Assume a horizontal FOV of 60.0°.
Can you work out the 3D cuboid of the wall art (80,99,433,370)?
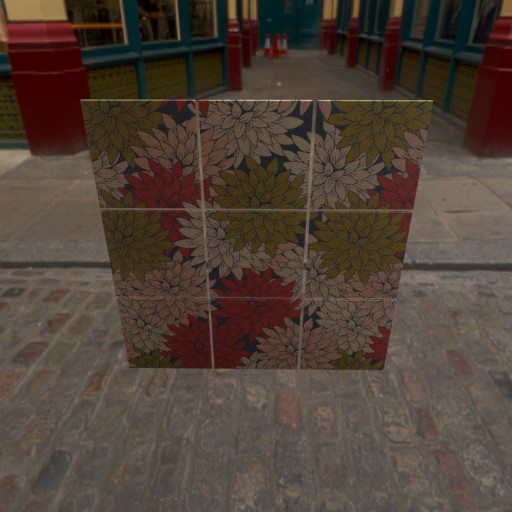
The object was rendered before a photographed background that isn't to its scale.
[{"bbox_3d":[0.000,0.000,1.813,1.206,1.218,0.013,0,29,1],"label":"wall art"}]
